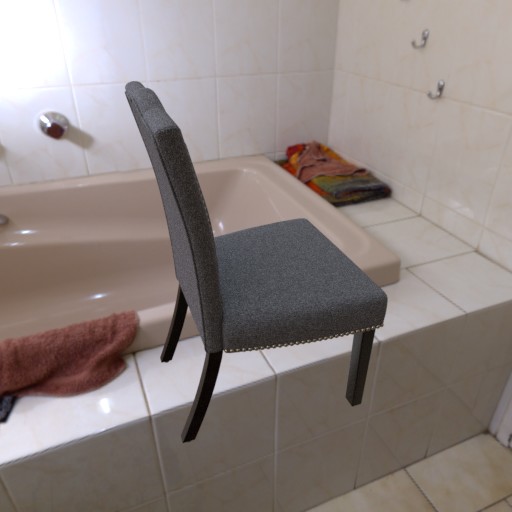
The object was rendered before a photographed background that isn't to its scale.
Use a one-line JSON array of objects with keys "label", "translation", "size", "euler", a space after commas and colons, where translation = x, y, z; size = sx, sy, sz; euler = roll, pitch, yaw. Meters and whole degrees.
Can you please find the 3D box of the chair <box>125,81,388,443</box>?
[{"label": "chair", "translation": [0.000, 0.000, 1.277], "size": [0.589, 0.946, 0.518], "euler": [-11, 32, -17]}]
